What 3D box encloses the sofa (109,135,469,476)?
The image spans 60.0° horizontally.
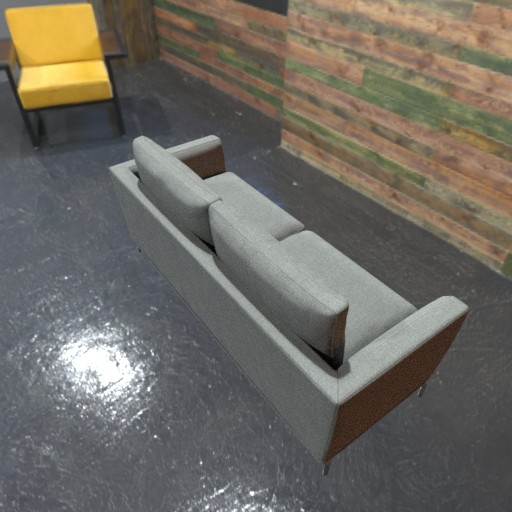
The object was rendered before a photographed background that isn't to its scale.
[{"bbox_3d":[0.000,0.000,2.670,0.869,1.002,2.212,-26,47,-27],"label":"sofa"}]
